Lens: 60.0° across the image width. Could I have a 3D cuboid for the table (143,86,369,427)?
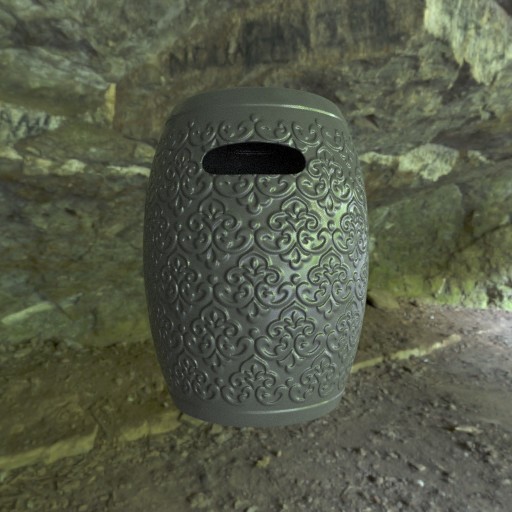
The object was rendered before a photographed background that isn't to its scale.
[{"bbox_3d":[0.000,0.000,0.625,0.309,0.397,0.309,0,1,0],"label":"table"}]
